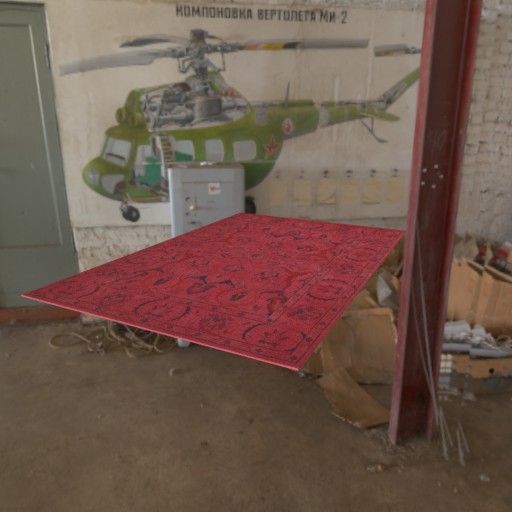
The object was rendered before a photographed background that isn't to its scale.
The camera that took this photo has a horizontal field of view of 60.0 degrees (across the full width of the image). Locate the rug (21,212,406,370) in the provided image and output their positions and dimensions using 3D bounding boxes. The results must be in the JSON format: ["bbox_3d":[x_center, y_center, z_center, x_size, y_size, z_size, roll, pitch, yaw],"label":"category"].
[{"bbox_3d":[0.000,0.000,2.299,1.209,0.008,1.814,9,20,26],"label":"rug"}]
